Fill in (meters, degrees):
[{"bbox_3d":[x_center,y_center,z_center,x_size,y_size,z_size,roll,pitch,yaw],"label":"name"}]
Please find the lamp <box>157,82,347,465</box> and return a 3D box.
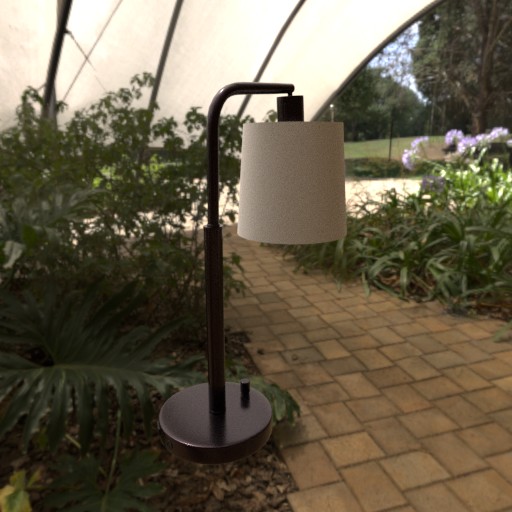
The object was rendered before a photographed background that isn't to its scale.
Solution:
[{"bbox_3d":[0.000,0.000,0.651,0.171,0.489,0.333,13,19,43],"label":"lamp"}]
